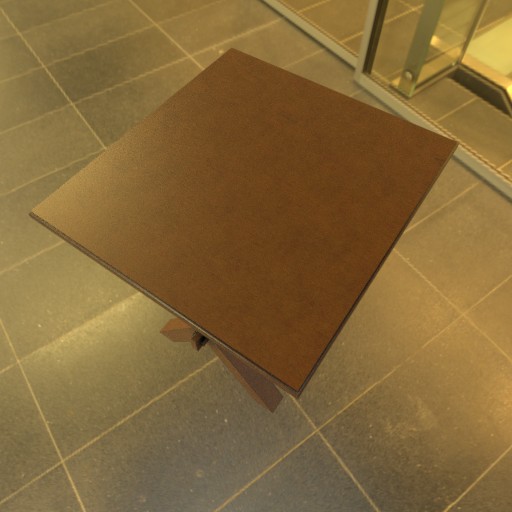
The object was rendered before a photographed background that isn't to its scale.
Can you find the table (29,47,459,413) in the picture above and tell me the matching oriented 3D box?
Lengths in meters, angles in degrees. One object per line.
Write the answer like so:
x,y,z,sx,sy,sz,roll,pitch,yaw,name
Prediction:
0.000,0.000,1.060,0.560,0.562,0.602,30,62,18,table
